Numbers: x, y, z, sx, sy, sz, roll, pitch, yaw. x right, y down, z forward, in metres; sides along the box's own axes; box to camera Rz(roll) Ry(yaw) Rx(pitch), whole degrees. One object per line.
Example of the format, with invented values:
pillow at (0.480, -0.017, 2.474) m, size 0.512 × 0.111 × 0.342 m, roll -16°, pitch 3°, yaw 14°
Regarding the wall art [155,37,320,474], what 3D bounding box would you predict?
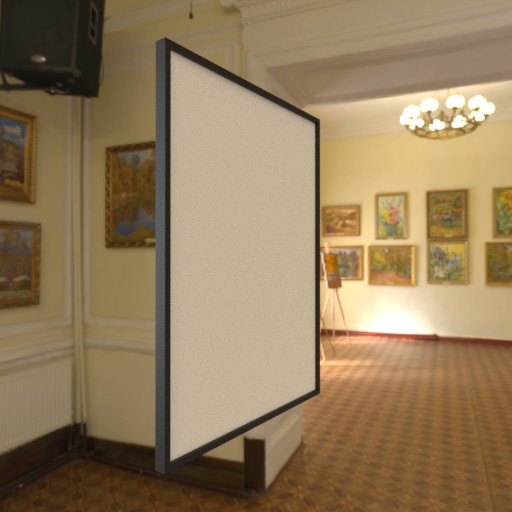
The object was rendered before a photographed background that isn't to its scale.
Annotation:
wall art at (0.000, 0.000, 1.418) m, size 0.036 × 1.070 × 0.802 m, roll 0°, pitch 0°, yaw 36°
